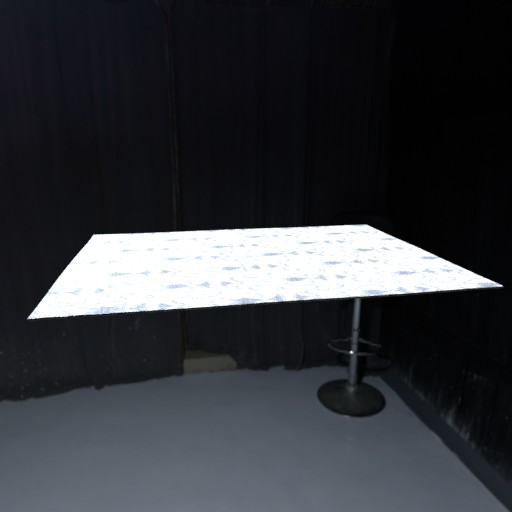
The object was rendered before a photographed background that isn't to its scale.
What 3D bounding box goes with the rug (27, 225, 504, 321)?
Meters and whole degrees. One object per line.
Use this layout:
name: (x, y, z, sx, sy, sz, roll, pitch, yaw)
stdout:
rug: (0.000, 0.000, 2.835, 2.261, 0.013, 1.676, -3, 15, -10)
